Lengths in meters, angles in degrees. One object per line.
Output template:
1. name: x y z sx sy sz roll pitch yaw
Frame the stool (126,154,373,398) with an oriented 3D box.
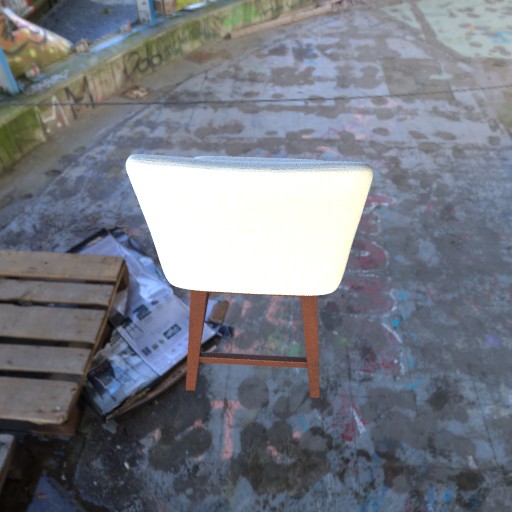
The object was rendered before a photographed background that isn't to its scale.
1. stool: 0.000 0.000 1.314 0.469 0.991 0.559 2 46 2
